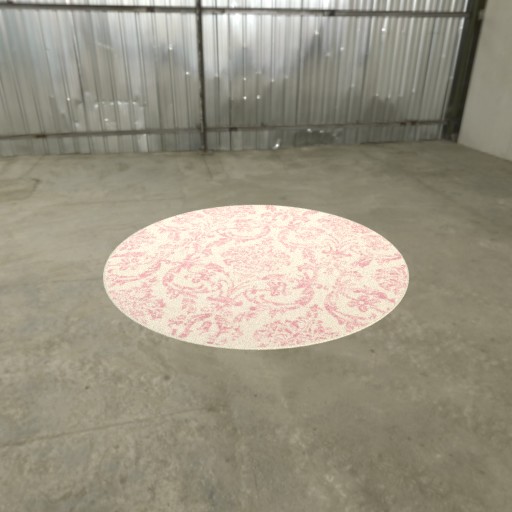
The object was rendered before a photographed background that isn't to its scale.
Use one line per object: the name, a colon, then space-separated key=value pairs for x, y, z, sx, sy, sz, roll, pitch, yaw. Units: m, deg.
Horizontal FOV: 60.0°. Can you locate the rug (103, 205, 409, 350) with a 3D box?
rug: x=0.000 y=0.000 z=2.414 sx=1.593 sy=0.012 sz=1.593 roll=0 pitch=27 yaw=0
